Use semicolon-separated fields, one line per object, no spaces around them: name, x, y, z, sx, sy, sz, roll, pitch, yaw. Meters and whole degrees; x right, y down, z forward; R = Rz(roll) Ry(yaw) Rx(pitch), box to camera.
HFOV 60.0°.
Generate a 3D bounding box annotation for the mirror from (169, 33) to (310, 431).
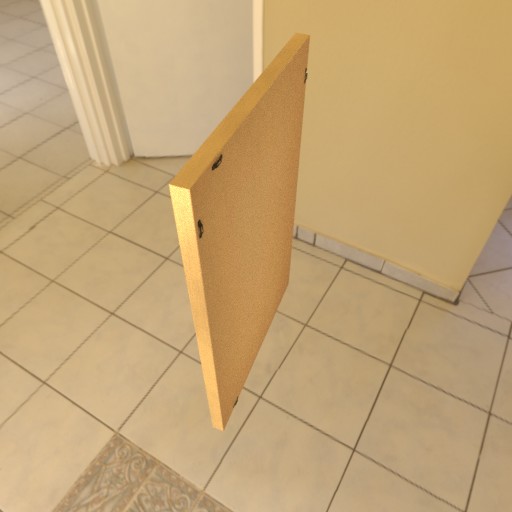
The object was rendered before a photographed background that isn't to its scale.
mirror;0.000;0.000;1.179;0.040;0.915;0.609;16;49;14
